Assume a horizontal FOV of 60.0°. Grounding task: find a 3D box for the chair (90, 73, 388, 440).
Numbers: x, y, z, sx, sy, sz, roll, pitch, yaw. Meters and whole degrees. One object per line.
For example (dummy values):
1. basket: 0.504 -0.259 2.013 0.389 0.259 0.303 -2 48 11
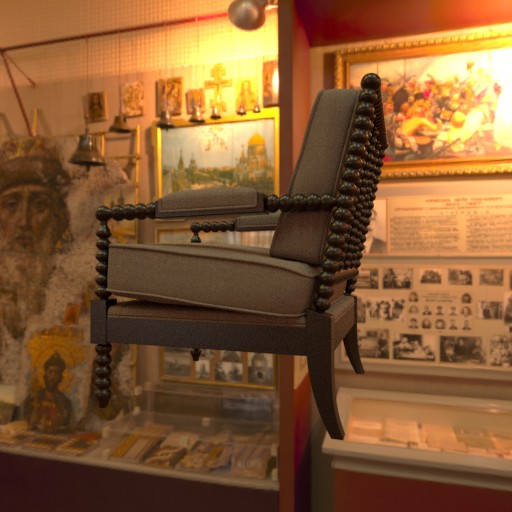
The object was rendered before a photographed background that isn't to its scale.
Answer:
1. chair: 0.000 0.000 1.105 0.622 0.661 0.540 0 0 18
